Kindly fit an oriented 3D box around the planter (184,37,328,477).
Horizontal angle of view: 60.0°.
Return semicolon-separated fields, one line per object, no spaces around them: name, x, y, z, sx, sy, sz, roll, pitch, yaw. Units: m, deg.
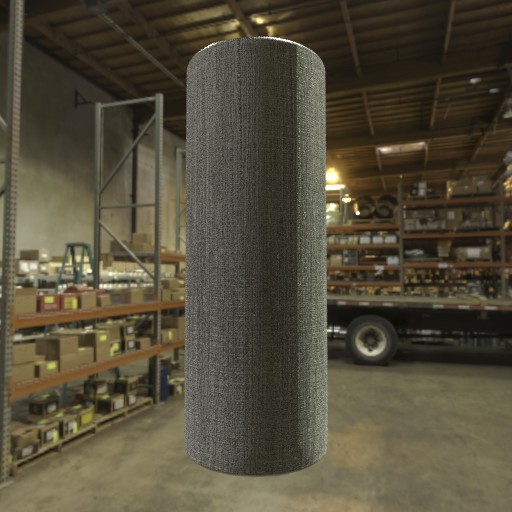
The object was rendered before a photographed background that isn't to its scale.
planter;0.000;0.000;0.319;0.100;0.270;0.100;-1;-3;18
